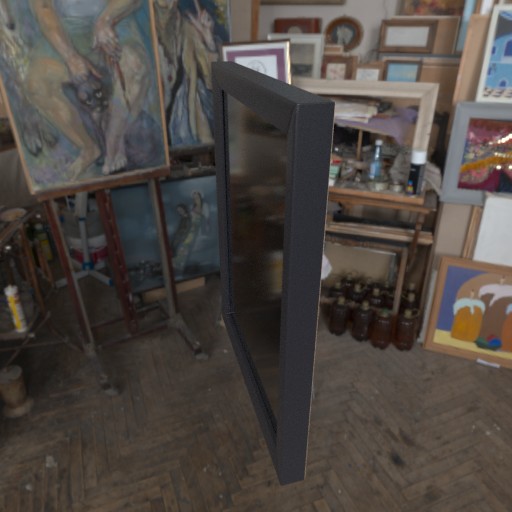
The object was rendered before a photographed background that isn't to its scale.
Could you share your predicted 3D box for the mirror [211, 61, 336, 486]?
[{"bbox_3d":[0.000,0.000,0.669,0.041,0.508,0.405,-7,29,-13],"label":"mirror"}]
